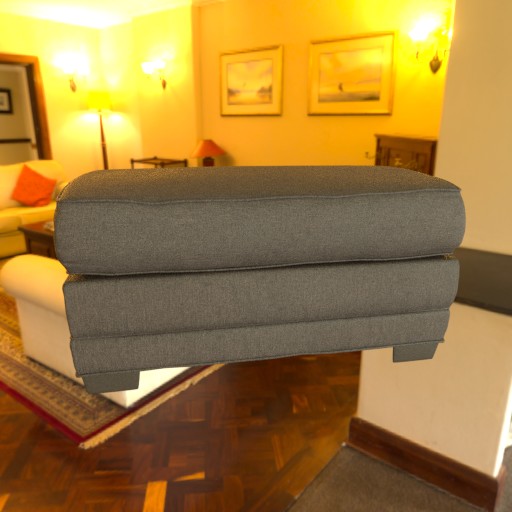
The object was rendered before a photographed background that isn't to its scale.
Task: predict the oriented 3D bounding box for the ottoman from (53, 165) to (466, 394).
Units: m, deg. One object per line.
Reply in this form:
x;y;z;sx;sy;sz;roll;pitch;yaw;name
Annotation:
0.000;0.000;1.140;0.864;0.448;0.490;-3;17;-10;ottoman
